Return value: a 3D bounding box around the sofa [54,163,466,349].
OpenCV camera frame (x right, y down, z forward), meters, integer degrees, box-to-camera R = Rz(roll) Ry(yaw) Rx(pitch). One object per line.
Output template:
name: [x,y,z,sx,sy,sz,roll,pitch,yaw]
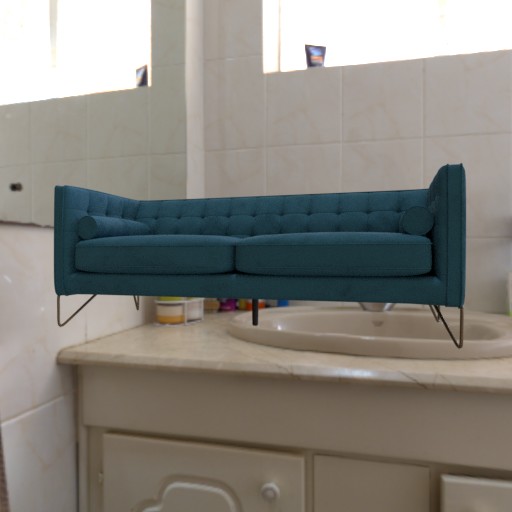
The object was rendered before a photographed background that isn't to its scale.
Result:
sofa: [0.000,0.000,2.520,2.087,0.789,0.867,0,0,17]
